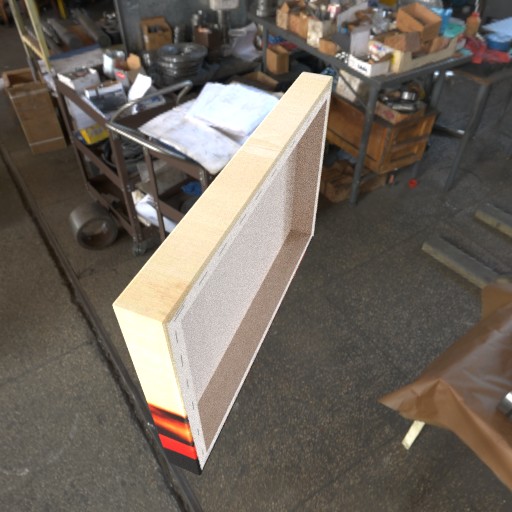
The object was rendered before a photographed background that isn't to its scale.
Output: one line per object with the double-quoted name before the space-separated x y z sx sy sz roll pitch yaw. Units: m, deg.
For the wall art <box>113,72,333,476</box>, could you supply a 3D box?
"wall art" 0.000 0.000 0.482 0.037 0.251 0.383 16 47 16
